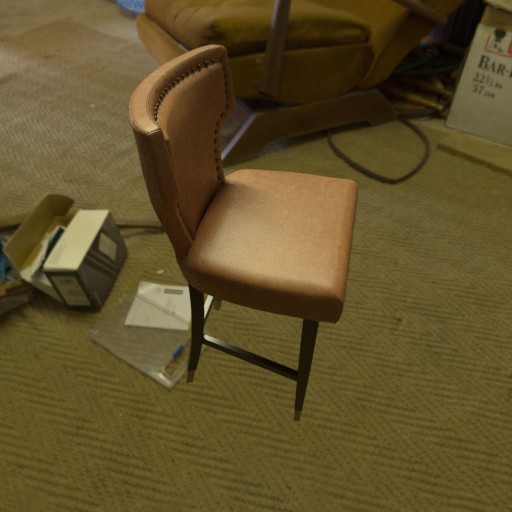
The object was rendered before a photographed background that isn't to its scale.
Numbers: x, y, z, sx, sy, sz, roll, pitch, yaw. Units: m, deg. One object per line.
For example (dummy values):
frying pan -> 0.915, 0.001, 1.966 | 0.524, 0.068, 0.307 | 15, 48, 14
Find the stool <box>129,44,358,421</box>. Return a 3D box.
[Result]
stool -> 0.000, 0.000, 1.393 | 0.563, 1.092, 0.526 | 10, 46, 10
